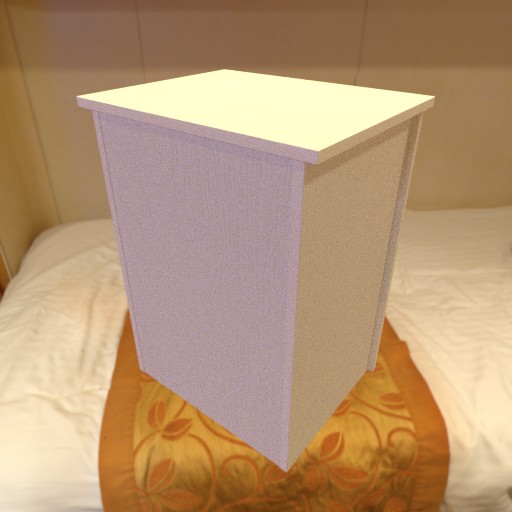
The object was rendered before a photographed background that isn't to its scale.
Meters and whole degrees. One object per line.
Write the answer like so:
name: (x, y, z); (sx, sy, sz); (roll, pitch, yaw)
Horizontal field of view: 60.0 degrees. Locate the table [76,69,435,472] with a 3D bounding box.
table: (0.000, 0.000, 0.919); (0.480, 0.635, 0.381); (22, 37, 32)
